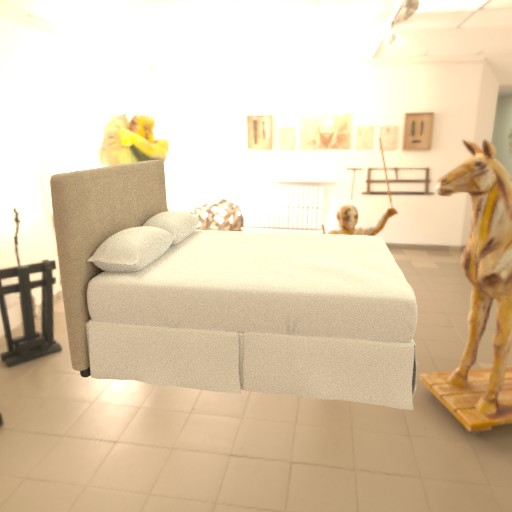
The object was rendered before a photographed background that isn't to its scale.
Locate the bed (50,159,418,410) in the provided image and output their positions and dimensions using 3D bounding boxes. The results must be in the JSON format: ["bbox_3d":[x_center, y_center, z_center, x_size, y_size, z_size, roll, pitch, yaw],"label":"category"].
[{"bbox_3d":[0.000,0.000,3.316,2.162,1.330,1.713,2,15,8],"label":"bed"}]
